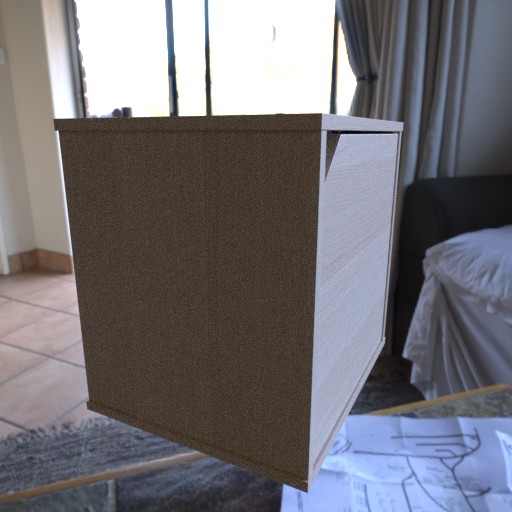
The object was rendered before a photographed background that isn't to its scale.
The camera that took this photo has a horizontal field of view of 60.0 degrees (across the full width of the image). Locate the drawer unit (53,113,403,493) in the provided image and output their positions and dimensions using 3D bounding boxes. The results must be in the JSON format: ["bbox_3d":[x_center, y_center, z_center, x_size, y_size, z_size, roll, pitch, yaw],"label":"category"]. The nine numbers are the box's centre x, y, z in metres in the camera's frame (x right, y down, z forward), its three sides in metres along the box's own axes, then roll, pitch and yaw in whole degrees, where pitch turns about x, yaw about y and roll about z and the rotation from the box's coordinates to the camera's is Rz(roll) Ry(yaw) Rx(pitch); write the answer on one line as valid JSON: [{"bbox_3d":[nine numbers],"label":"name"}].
[{"bbox_3d":[0.000,0.000,0.588,0.290,0.344,0.349,8,17,26],"label":"drawer unit"}]
